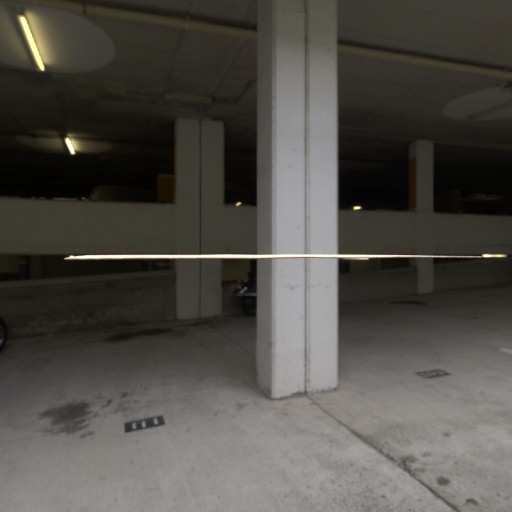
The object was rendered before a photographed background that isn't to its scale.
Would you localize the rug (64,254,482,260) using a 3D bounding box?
[{"bbox_3d":[0.000,0.000,4.463,3.365,0.020,2.452,0,1,-18],"label":"rug"}]
